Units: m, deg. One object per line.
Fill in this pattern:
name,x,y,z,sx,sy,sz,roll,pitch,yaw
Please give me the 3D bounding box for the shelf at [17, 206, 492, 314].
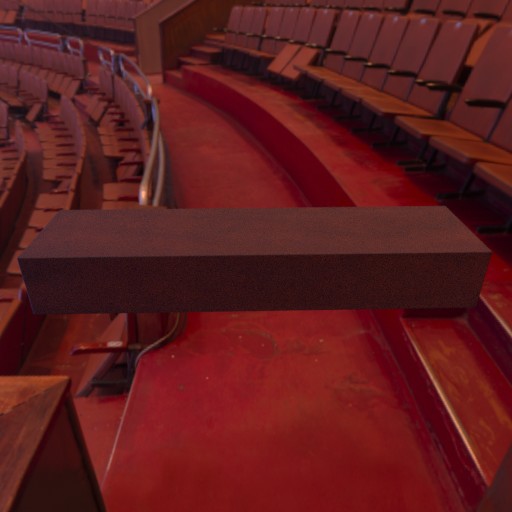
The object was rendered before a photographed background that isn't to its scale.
shelf,0.000,0.000,0.653,0.607,0.088,0.152,-1,29,-1
